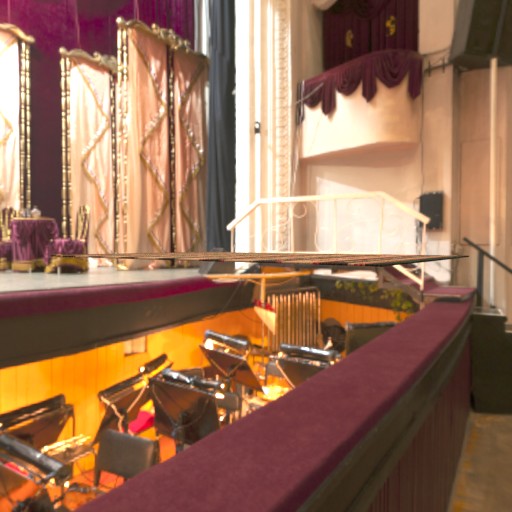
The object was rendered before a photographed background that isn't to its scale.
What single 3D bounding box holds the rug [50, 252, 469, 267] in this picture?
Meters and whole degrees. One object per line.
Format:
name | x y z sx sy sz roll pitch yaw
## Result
rug | 0.000 0.000 2.308 1.825 0.009 1.221 1 2 36
